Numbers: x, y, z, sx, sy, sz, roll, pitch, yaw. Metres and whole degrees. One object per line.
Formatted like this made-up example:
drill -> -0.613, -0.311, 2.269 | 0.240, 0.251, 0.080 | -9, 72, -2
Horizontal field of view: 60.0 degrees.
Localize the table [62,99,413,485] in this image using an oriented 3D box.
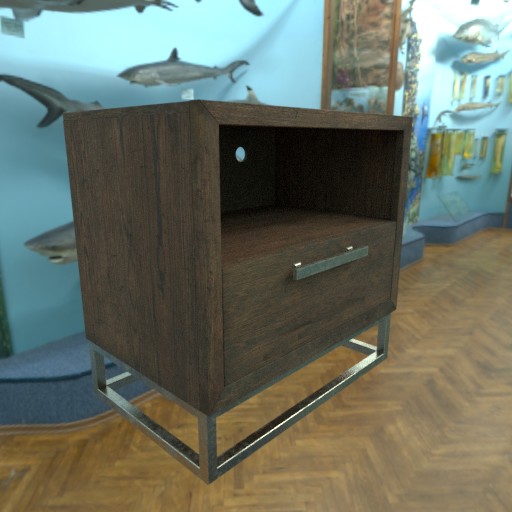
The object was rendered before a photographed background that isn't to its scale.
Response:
table -> 0.000, 0.000, 1.226 | 0.542, 0.746, 0.767 | 14, 20, 42
